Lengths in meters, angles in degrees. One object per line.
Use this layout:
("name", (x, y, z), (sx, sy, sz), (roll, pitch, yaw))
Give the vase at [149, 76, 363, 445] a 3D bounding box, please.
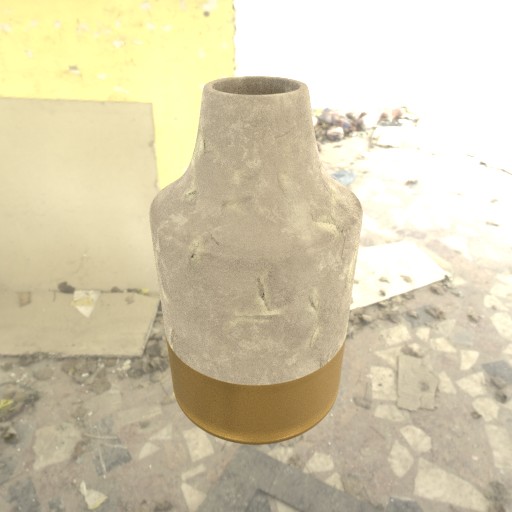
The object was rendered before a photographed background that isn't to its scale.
("vase", (0.000, 0.000, 0.415), (0.184, 0.305, 0.184), (0, 32, 0))
